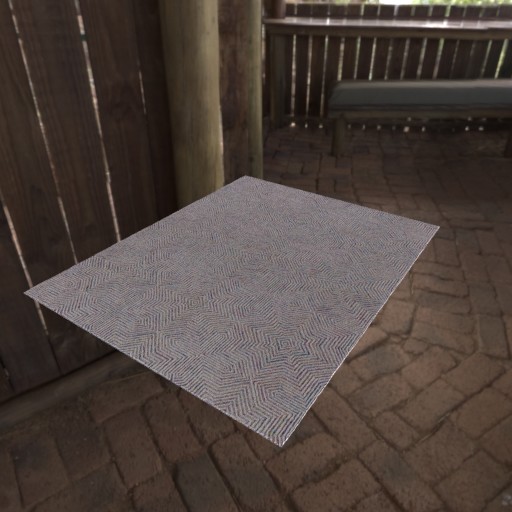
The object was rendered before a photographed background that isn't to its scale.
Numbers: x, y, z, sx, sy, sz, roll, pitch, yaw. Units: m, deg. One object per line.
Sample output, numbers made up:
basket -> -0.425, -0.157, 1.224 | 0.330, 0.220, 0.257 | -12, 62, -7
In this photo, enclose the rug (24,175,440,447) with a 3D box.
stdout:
rug -> 0.000, 0.000, 4.038 | 2.442, 0.008, 3.046 | 20, 37, 29
